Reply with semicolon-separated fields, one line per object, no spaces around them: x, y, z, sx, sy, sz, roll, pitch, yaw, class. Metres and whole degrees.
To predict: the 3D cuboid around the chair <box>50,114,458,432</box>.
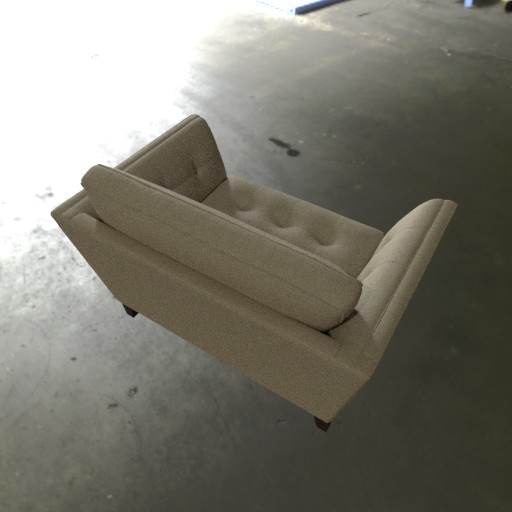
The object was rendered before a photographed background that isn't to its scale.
0.000;0.000;2.039;1.397;0.940;0.965;25;51;22;chair
